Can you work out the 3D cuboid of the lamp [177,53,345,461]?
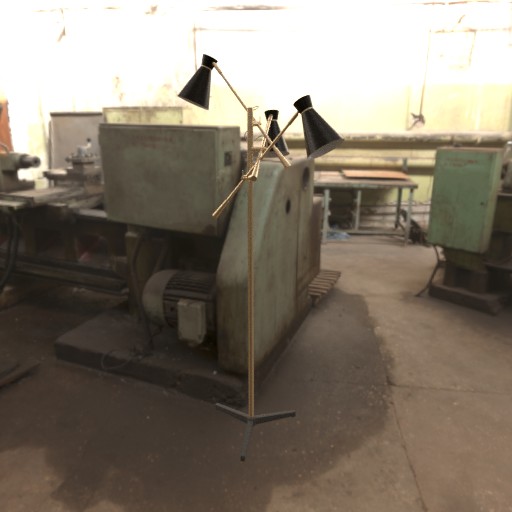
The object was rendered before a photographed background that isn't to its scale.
[{"bbox_3d":[0.000,0.000,2.109,0.750,1.804,0.653,2,17,8],"label":"lamp"}]
